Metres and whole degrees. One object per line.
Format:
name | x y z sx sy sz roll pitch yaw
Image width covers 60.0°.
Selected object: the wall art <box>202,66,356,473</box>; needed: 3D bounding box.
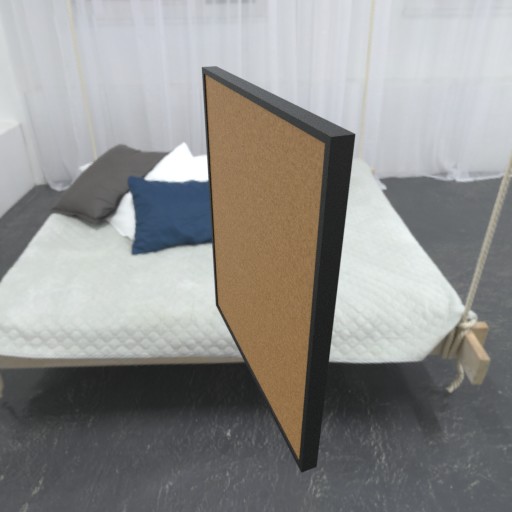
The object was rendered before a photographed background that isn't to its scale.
wall art | 0.000 0.000 0.535 0.019 0.381 0.330 -11 33 -18
